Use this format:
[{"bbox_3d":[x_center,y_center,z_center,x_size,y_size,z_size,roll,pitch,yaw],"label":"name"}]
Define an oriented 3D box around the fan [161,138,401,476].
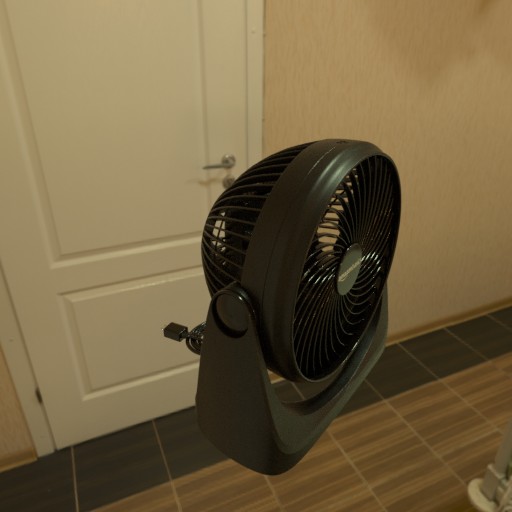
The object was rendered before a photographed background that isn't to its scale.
[{"bbox_3d":[0.000,0.000,0.492,0.256,0.277,0.273,19,33,32],"label":"fan"}]
